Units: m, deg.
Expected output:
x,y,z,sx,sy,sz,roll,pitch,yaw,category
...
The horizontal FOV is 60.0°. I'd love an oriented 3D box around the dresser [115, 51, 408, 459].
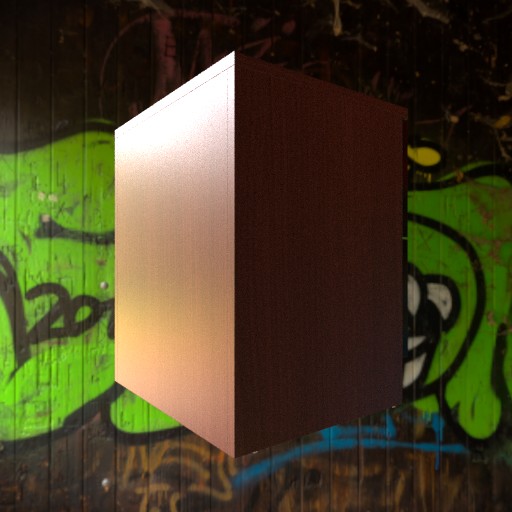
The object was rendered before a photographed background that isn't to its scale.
x,y,z,sx,sy,sz,roll,pitch,yaw,category
0.000,0.000,0.776,0.360,0.470,0.400,0,0,-37,dresser
